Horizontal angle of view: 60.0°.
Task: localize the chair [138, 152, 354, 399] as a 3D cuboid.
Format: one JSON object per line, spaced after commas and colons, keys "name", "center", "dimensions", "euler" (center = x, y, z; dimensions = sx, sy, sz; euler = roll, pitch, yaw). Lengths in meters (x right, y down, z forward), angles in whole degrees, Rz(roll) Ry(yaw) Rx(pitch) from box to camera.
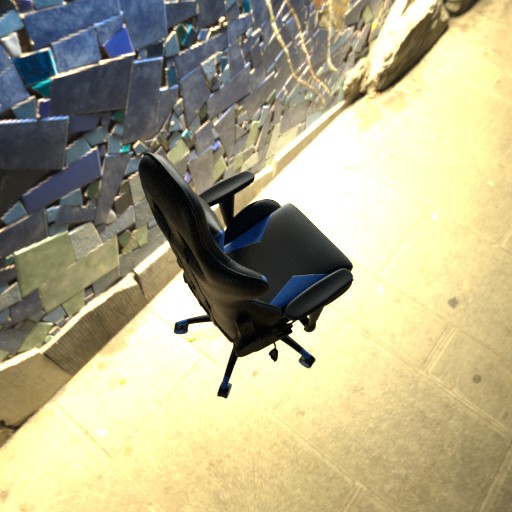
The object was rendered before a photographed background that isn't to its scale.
{"name": "chair", "center": [0.000, 0.000, 1.717], "dimensions": [0.730, 1.282, 0.695], "euler": [-32, 63, -19]}
